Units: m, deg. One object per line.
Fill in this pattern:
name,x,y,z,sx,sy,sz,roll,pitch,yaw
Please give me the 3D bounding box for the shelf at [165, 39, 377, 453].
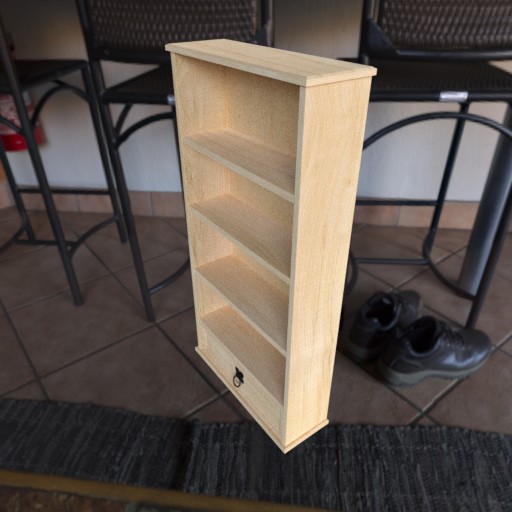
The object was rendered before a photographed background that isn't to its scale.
shelf,0.000,0.000,1.228,0.175,1.030,0.520,-21,38,-30
